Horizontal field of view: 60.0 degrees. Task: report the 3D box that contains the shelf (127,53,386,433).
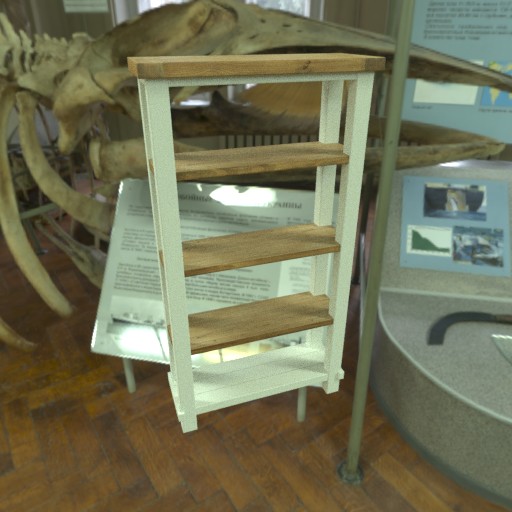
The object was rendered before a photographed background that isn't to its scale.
[{"bbox_3d":[0.000,0.000,2.292,1.022,1.878,0.381,-9,29,-17],"label":"shelf"}]
